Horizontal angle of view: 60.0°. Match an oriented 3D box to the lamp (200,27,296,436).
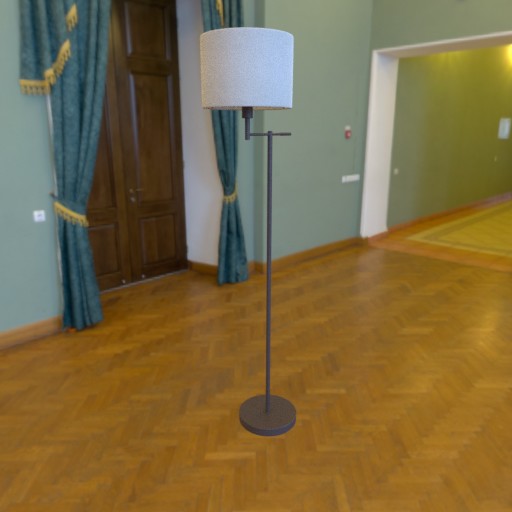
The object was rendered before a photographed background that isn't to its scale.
[{"bbox_3d":[0.000,0.000,1.794,0.324,1.600,0.416,15,22,42],"label":"lamp"}]
